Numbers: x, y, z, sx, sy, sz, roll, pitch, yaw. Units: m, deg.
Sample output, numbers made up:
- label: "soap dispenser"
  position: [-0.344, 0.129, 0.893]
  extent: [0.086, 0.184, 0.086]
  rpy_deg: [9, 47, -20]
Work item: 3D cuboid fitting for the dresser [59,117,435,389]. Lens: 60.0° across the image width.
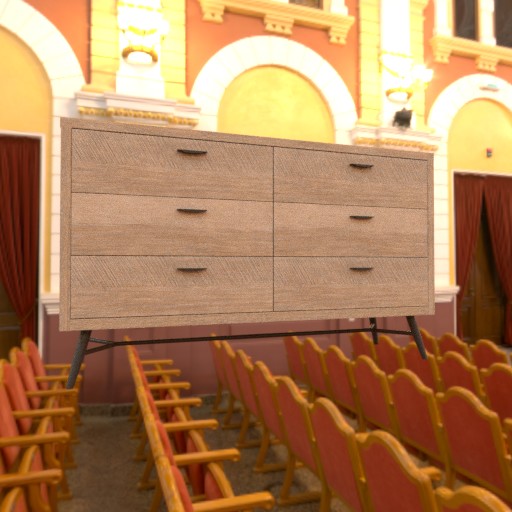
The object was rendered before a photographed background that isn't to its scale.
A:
- label: "dresser"
  position: [0.000, 0.000, 1.917]
  extent: [1.524, 0.914, 0.457]
  rpy_deg: [0, -1, -19]
